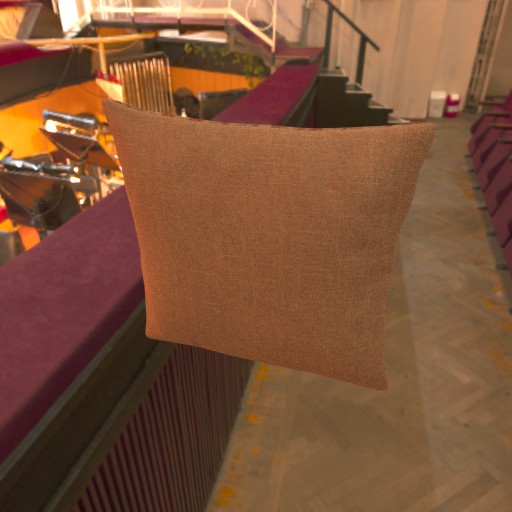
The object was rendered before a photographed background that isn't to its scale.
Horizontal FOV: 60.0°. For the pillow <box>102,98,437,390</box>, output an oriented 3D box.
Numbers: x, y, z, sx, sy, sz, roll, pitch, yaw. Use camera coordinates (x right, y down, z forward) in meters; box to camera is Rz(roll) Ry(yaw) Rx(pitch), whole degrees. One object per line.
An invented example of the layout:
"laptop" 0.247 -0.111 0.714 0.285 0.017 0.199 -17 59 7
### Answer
"pillow" 0.000 0.000 0.784 0.523 0.506 0.166 9 32 15
